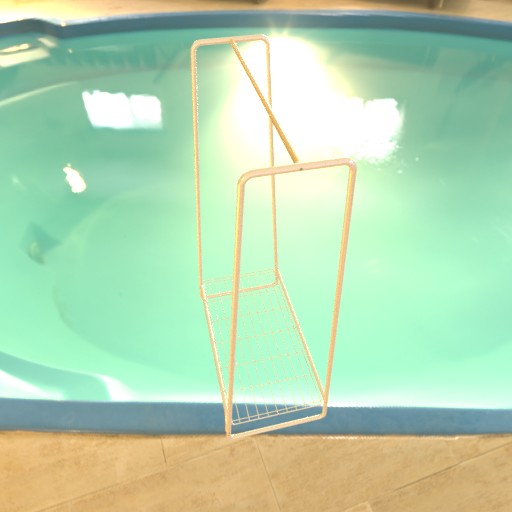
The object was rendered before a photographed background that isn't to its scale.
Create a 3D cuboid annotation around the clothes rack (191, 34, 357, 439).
[{"bbox_3d":[0.000,0.000,1.916,0.495,1.500,0.900,-10,46,-9],"label":"clothes rack"}]
